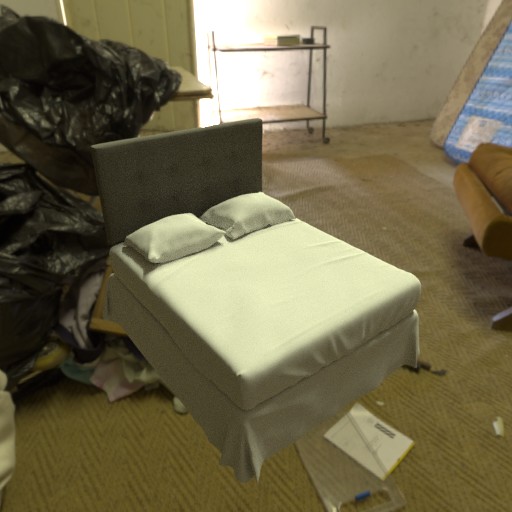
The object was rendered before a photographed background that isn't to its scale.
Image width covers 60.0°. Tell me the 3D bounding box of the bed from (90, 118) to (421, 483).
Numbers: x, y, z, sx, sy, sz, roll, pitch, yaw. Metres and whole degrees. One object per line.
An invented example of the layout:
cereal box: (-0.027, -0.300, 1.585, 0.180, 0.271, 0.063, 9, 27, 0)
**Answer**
bed: (0.000, 0.000, 3.472, 1.936, 1.577, 2.222, -20, 35, -32)
